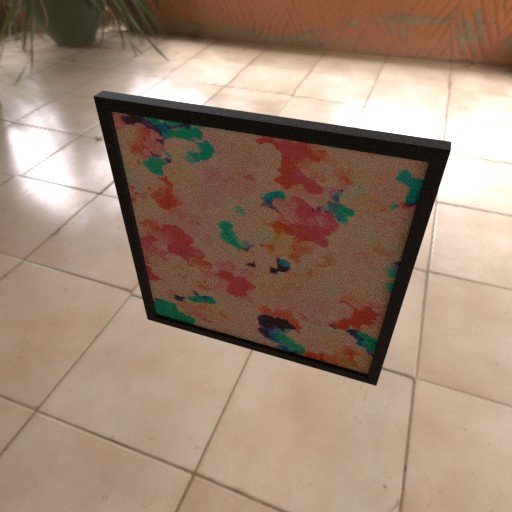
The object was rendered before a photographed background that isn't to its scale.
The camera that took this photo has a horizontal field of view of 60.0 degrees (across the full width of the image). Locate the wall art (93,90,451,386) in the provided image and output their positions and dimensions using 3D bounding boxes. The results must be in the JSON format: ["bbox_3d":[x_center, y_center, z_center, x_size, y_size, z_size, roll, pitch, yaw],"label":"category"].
[{"bbox_3d":[0.000,0.000,0.466,0.306,0.304,0.015,13,43,15],"label":"wall art"}]
